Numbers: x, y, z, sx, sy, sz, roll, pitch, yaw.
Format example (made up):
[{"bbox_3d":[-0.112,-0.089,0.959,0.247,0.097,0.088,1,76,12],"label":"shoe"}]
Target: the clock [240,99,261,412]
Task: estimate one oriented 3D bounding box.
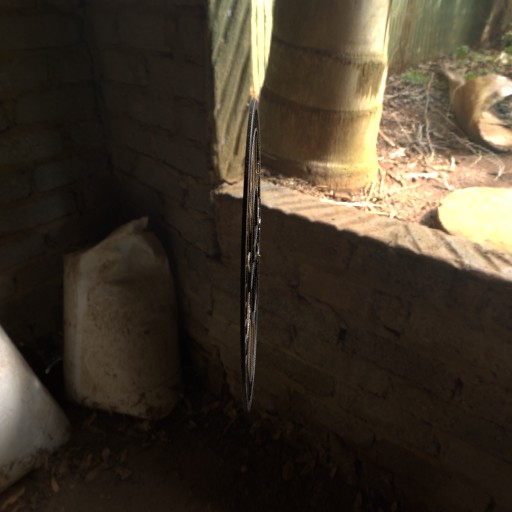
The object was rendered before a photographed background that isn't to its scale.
[{"bbox_3d":[0.000,0.000,1.267,0.025,0.843,0.843,1,31,2],"label":"clock"}]
